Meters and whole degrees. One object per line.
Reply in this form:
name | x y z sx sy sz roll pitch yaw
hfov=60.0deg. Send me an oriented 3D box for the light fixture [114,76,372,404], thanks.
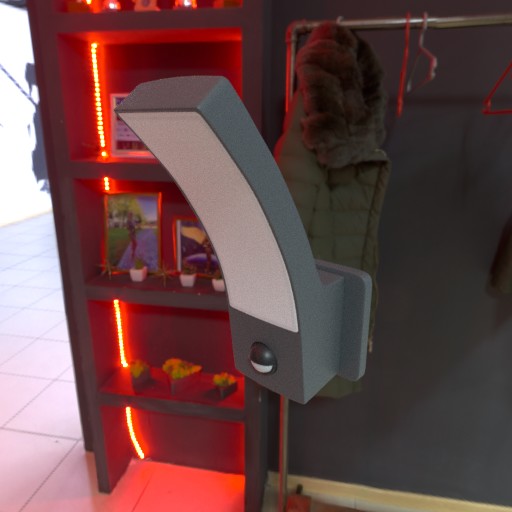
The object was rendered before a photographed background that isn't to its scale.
light fixture | 0.000 0.000 0.334 0.108 0.243 0.174 16 23 41
